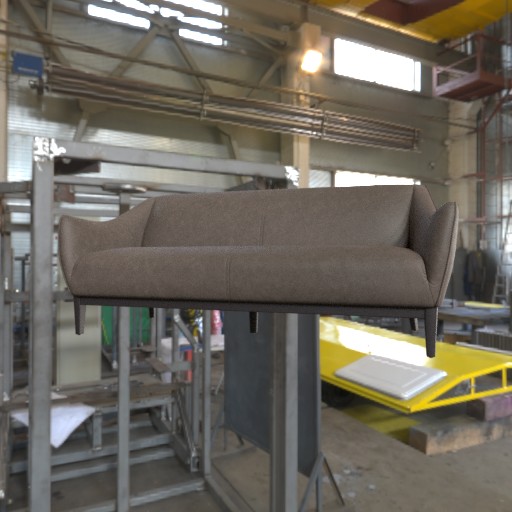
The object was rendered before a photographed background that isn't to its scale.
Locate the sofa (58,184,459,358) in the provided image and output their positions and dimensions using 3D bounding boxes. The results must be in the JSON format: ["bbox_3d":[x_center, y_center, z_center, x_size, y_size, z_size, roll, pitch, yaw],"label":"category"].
[{"bbox_3d":[0.000,0.000,2.405,1.928,0.831,0.869,0,0,18],"label":"sofa"}]
